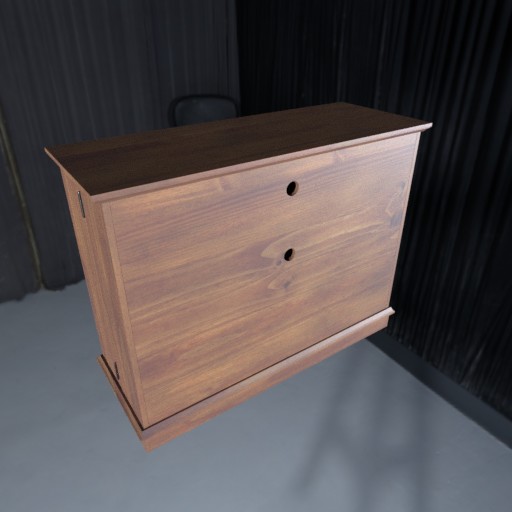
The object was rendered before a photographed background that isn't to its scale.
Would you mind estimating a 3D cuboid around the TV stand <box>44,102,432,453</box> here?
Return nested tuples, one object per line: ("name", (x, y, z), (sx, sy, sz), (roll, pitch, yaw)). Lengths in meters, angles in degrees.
("TV stand", (0.000, 0.000, 1.481), (1.067, 0.813, 0.406), (-19, 35, -29))
